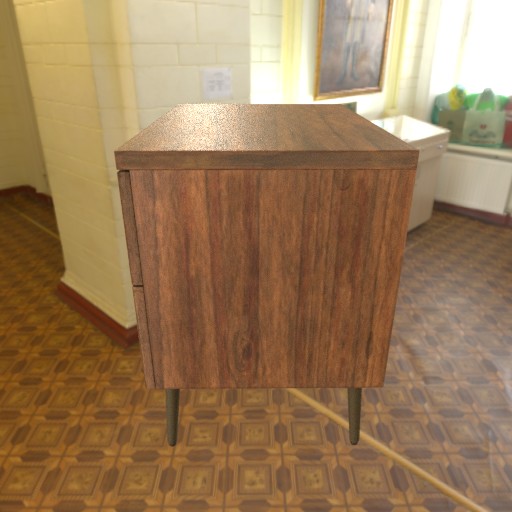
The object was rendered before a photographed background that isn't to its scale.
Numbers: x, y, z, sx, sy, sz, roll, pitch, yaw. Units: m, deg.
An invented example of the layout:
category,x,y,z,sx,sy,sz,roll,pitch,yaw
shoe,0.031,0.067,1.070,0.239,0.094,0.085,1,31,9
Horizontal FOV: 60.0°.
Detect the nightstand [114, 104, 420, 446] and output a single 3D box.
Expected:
category,x,y,z,sx,sy,sz,roll,pitch,yaw
nightstand,0.000,0.000,1.030,0.458,0.610,0.610,0,25,0
